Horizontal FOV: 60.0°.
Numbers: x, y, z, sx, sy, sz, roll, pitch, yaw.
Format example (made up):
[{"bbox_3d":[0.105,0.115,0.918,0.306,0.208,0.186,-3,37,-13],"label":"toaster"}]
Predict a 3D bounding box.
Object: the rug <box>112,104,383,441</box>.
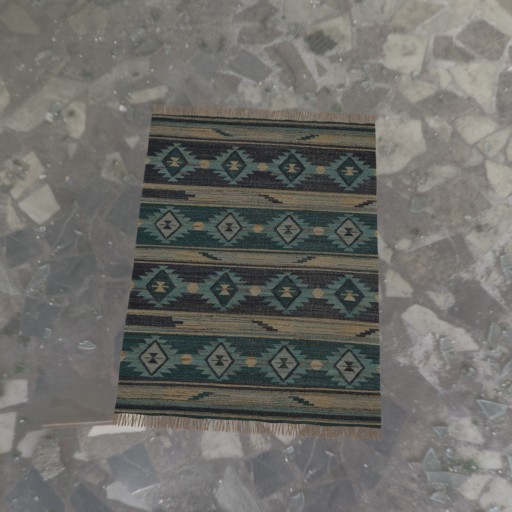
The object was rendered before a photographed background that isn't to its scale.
[{"bbox_3d":[0.000,0.000,4.368,2.418,0.047,3.307,3,75,1],"label":"rug"}]
